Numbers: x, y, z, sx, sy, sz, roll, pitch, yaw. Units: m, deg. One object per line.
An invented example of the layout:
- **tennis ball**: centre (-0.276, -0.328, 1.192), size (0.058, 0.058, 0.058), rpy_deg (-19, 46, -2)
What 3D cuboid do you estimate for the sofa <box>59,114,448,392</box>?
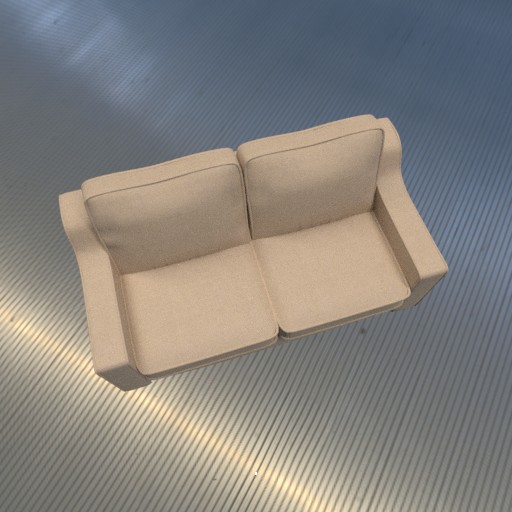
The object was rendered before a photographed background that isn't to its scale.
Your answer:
- **sofa**: centre (0.000, 0.000, 3.511), size (2.587, 1.562, 1.351), rpy_deg (-15, 65, -7)
